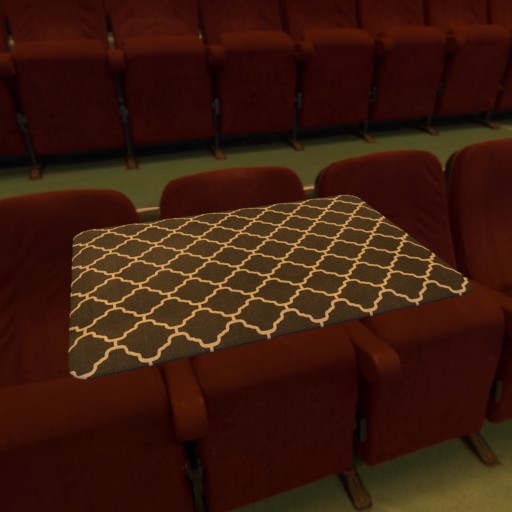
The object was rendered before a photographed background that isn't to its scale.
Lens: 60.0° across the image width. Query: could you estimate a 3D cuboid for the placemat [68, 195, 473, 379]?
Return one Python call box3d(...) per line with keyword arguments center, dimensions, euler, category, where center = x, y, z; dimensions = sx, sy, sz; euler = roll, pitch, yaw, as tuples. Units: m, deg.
box3d(center=(0.000, 0.000, 0.966), dimensions=(0.762, 0.021, 0.508), euler=(-10, 32, -16), category="placemat")
